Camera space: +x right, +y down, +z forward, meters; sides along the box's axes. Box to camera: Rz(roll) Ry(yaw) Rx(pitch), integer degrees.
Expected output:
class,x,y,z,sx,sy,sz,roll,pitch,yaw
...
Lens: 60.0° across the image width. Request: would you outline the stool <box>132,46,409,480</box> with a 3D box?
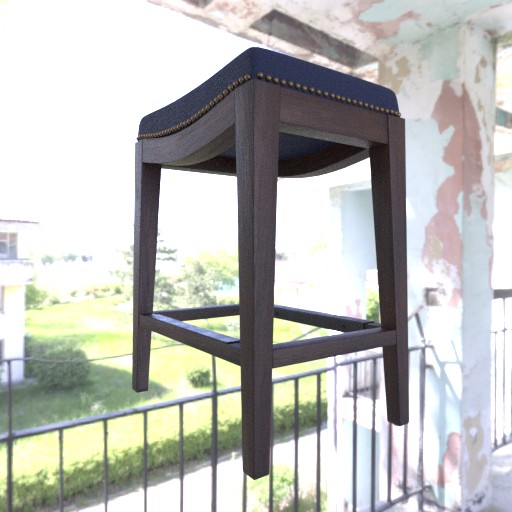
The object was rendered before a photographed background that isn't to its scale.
class,x,y,z,sx,sy,sz,roll,pitch,yaw
stool,0.000,0.000,0.935,0.361,0.642,0.500,-1,1,-35
